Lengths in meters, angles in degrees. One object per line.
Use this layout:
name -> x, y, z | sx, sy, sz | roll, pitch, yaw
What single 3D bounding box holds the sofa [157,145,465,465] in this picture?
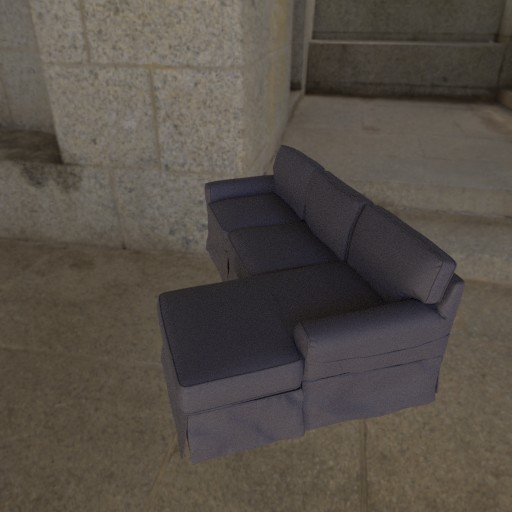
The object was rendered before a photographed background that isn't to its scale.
sofa -> 0.000, 0.000, 3.365 | 1.637, 1.039, 2.518 | -9, 30, -16
